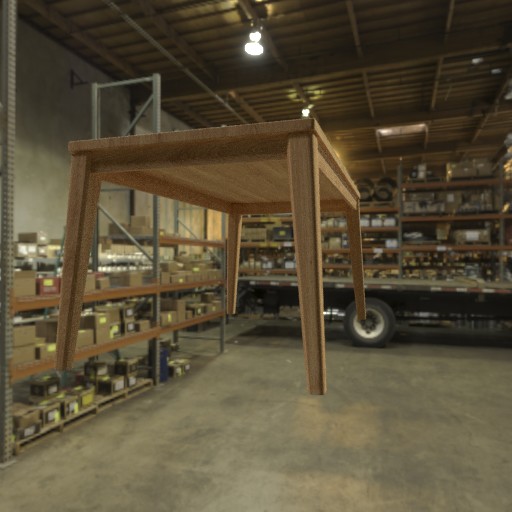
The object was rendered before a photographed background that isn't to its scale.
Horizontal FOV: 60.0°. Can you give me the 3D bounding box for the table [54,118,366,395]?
[{"bbox_3d":[0.000,0.000,2.092,0.900,0.760,1.600,0,0,18],"label":"table"}]
